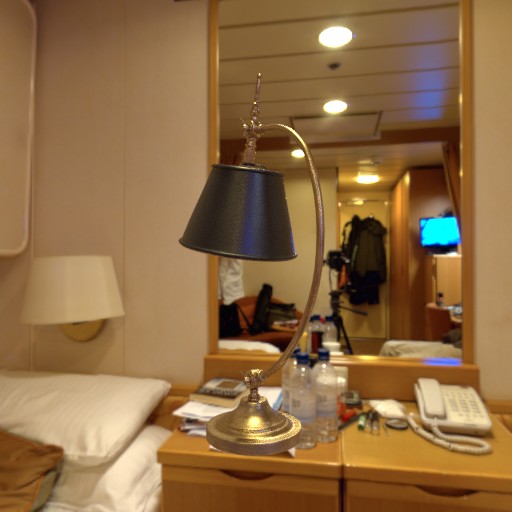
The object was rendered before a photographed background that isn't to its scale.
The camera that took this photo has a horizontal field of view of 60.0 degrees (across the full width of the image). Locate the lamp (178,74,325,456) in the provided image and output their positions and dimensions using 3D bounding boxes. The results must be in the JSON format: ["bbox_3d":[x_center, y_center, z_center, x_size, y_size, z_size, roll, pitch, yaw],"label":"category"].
[{"bbox_3d":[0.000,0.000,0.827,0.235,0.675,0.344,1,-1,-37],"label":"lamp"}]
